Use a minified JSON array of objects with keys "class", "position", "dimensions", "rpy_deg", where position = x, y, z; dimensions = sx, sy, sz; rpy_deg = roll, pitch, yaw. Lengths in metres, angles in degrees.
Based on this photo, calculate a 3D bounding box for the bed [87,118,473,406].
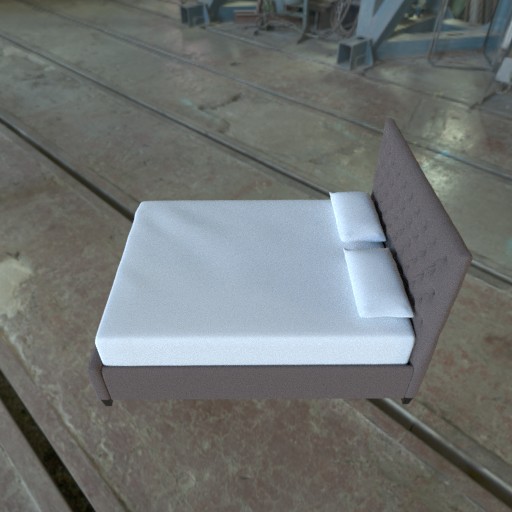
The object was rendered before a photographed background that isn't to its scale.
[{"class":"bed","position":[0.000,0.000,3.328],"dimensions":[2.233,1.426,1.696],"rpy_deg":[0,41,0]}]
